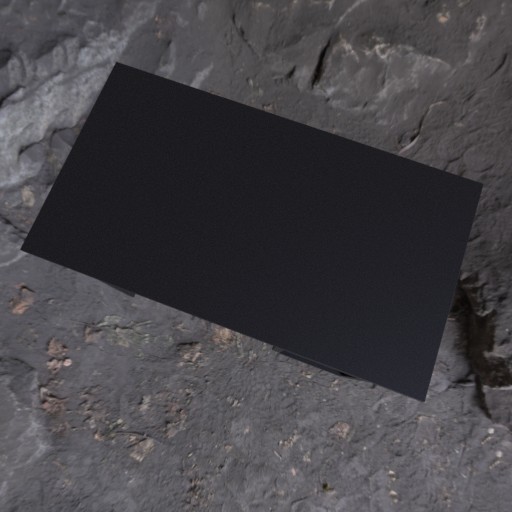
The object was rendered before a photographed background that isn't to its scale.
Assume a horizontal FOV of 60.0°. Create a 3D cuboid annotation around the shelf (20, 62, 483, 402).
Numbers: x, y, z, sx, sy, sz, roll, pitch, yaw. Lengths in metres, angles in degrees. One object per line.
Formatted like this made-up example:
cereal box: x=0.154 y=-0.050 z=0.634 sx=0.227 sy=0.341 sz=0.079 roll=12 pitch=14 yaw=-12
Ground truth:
shelf: x=0.000 y=0.000 z=1.337 sx=0.902 sy=0.749 sz=0.498 roll=20 pitch=77 yaw=5
